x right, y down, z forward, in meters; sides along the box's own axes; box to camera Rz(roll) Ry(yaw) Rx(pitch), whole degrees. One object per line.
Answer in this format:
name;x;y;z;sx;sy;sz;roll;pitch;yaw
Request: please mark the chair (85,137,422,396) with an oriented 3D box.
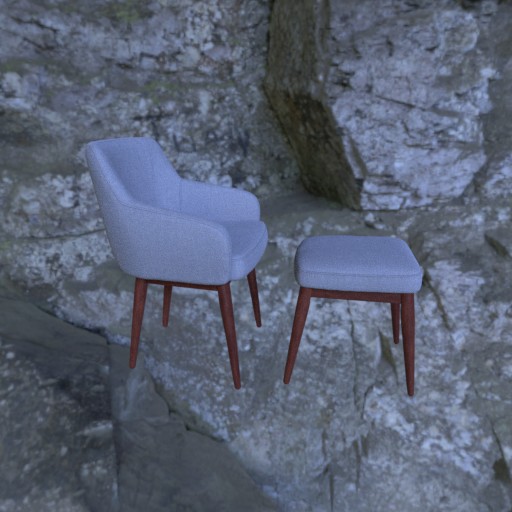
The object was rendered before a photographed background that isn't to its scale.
chair;0.000;0.000;1.584;1.107;0.799;0.584;3;18;9
